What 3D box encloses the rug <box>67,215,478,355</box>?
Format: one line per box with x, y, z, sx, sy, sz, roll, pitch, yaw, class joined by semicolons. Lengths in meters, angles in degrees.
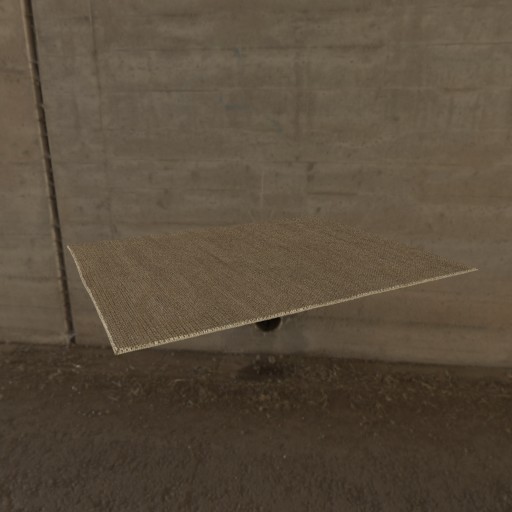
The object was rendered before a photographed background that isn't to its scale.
0.000;0.000;4.152;3.052;0.030;2.429;-9;20;-27;rug
